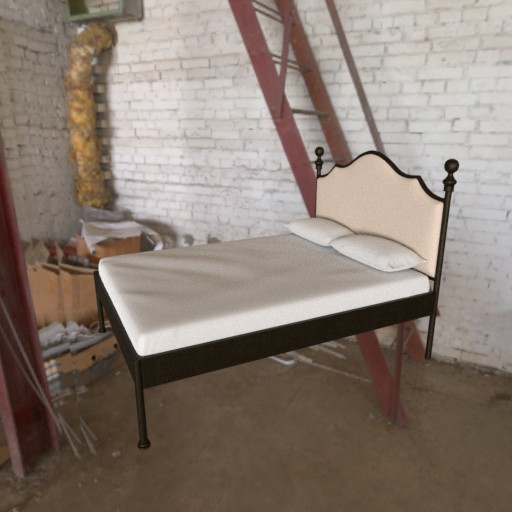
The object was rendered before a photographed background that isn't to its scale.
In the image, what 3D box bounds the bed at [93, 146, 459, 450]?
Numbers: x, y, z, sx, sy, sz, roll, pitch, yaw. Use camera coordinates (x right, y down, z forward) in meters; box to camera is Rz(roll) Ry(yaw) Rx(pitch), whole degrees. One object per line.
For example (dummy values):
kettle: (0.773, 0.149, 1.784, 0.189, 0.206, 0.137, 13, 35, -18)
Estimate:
bed: (0.000, 0.000, 3.358, 2.224, 1.499, 1.642, -8, 19, -25)
